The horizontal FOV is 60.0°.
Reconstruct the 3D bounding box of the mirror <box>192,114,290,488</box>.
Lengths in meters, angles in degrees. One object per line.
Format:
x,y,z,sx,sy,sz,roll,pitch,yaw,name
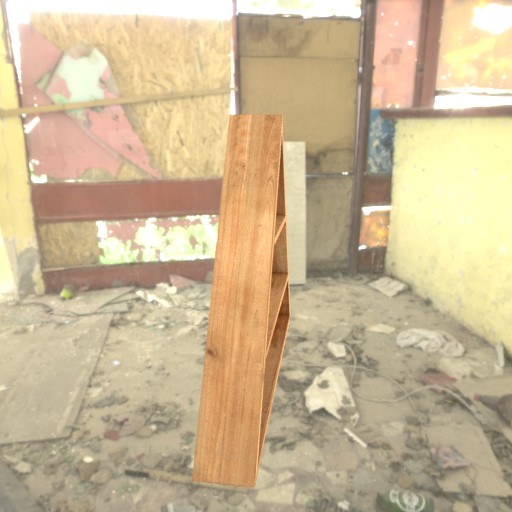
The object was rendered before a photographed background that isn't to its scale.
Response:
0.000,0.000,0.901,0.100,0.548,0.631,3,17,9,mirror
